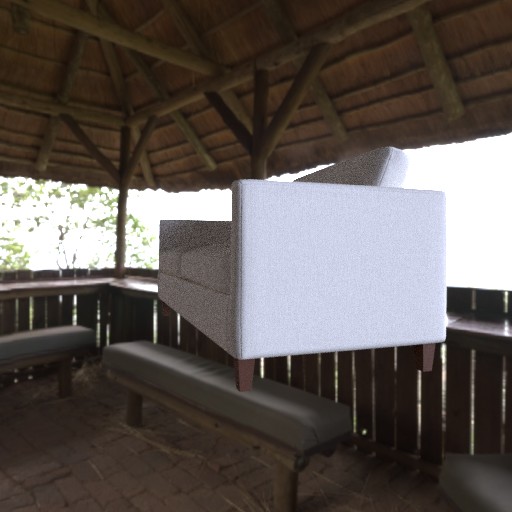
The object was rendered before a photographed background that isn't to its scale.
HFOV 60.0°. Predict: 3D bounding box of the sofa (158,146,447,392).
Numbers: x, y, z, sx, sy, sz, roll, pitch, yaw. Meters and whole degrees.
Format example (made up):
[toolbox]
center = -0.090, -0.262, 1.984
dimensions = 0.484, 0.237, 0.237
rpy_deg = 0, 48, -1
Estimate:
[sofa]
center = 0.000, 0.000, 2.628
dimensions = 0.924, 0.933, 2.139
rpy_deg = 0, 1, -19
